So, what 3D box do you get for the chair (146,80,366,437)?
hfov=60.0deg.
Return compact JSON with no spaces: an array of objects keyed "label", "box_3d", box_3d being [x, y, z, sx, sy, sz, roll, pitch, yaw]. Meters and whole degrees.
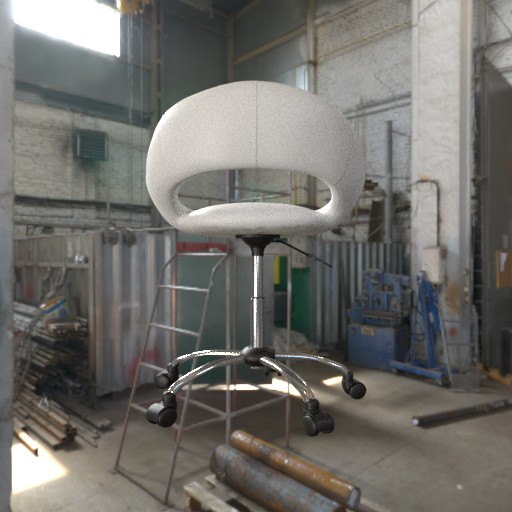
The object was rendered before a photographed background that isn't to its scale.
[{"label":"chair","box_3d":[0.000,0.000,1.222,0.612,0.791,0.538,0,0,0]}]
